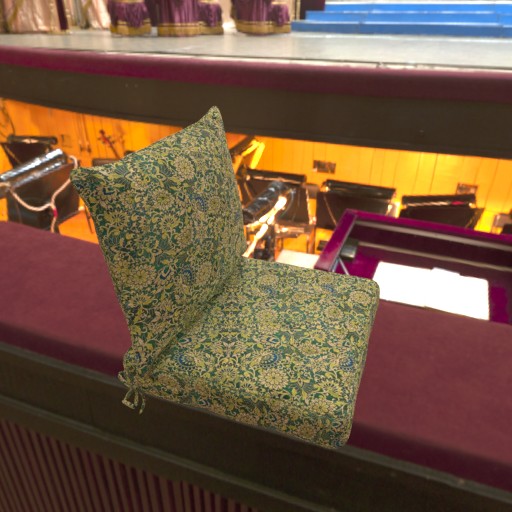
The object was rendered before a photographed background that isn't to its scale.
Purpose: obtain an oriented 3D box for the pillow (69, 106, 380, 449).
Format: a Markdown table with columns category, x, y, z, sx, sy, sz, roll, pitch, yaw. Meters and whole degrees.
| category | x | y | z | sx | sy | sz | roll | pitch | yaw |
| --- | --- | --- | --- | --- | --- | --- | --- | --- | --- |
| pillow | 0.000 | 0.000 | 1.353 | 0.740 | 0.722 | 0.798 | 10 | 31 | 18 |
